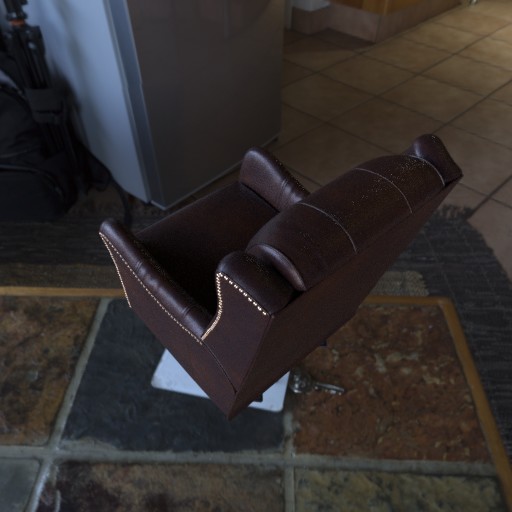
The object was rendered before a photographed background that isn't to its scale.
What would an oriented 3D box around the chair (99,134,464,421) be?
[{"bbox_3d":[0.000,0.000,1.758,0.869,1.084,1.008,-33,54,-28],"label":"chair"}]
